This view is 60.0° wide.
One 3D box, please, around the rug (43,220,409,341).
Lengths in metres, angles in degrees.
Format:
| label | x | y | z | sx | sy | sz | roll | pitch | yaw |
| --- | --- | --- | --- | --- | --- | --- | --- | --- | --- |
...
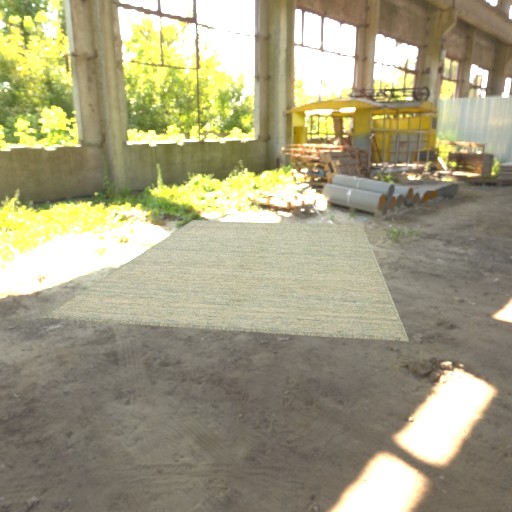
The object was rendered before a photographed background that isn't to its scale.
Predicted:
| label | x | y | z | sx | sy | sz | roll | pitch | yaw |
| --- | --- | --- | --- | --- | --- | --- | --- | --- | --- |
| rug | 0.000 | 0.000 | 2.360 | 1.250 | 0.015 | 1.850 | 2 | 16 | 8 |
